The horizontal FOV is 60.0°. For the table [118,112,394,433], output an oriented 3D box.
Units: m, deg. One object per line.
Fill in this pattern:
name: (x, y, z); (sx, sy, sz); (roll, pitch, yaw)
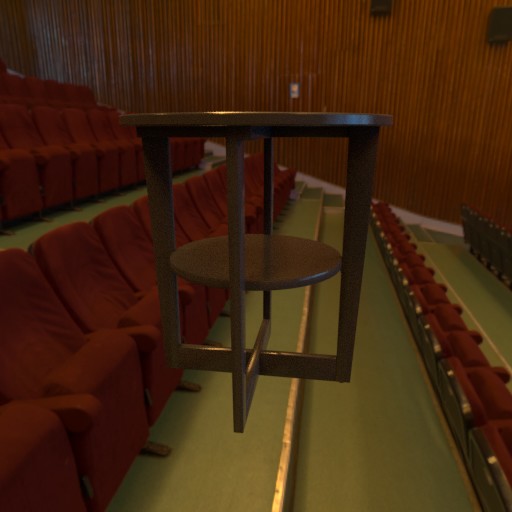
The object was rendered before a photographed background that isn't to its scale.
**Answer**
table: (0.000, 0.000, 0.916); (0.500, 0.550, 0.500); (0, 16, 0)
